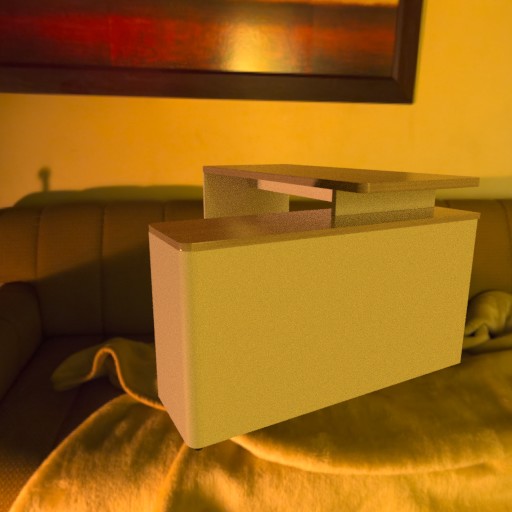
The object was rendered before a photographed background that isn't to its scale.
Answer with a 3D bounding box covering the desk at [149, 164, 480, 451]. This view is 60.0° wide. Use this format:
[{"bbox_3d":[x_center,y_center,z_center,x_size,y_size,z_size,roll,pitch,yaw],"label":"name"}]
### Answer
[{"bbox_3d":[0.000,0.000,2.066,1.175,0.770,1.400,-7,16,-27],"label":"desk"}]
